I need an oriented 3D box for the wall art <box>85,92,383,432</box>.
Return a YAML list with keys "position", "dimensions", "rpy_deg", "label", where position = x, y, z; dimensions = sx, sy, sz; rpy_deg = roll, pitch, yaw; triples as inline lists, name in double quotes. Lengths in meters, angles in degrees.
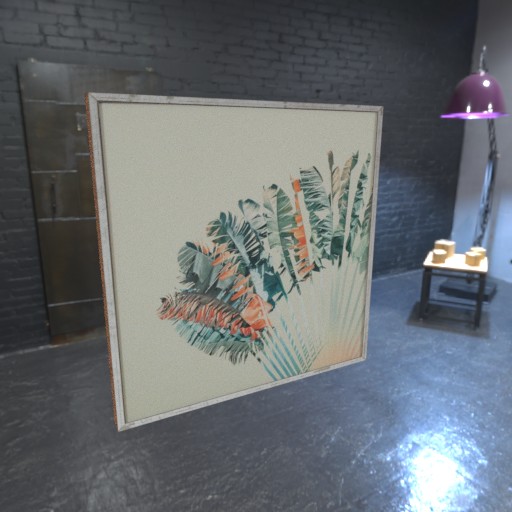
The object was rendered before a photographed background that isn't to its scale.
- position: [0.000, 0.000, 0.764]
  dimensions: [0.508, 0.506, 0.029]
  rpy_deg: [-8, 16, -27]
  label: "wall art"
